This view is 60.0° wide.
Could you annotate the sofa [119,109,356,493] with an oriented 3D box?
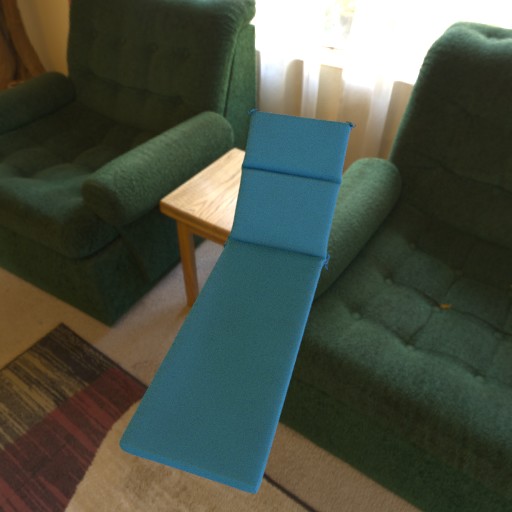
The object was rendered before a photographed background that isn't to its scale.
[{"bbox_3d":[0.000,0.000,1.925,0.582,0.622,1.663,12,43,13],"label":"sofa"}]
